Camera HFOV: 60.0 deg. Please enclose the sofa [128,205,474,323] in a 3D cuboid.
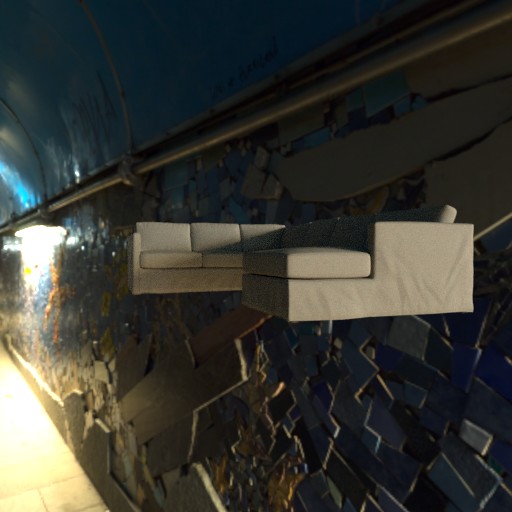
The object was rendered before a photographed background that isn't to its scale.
[{"bbox_3d":[0.000,0.000,4.665,2.427,0.882,3.460,0,0,-19],"label":"sofa"}]
